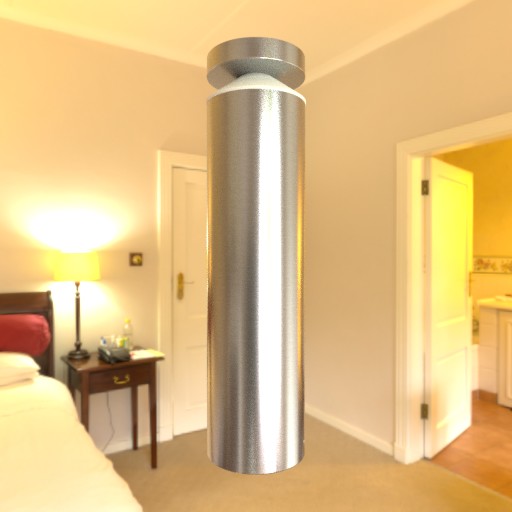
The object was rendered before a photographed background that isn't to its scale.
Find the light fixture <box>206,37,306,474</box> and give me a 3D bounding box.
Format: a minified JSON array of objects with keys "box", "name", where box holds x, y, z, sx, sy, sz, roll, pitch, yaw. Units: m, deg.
[{"box":[0.000,0.000,0.455,0.102,0.400,0.102,0,1,19],"name":"light fixture"}]
